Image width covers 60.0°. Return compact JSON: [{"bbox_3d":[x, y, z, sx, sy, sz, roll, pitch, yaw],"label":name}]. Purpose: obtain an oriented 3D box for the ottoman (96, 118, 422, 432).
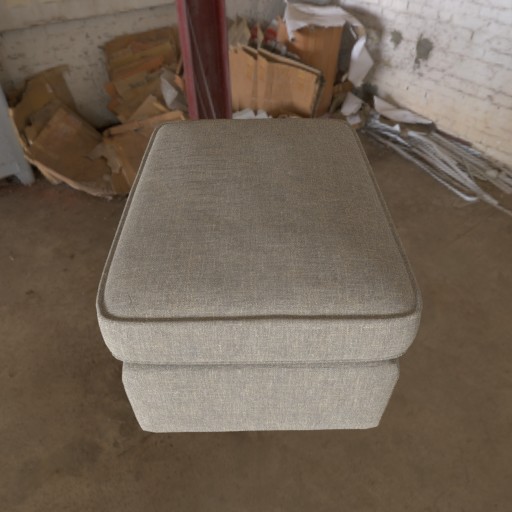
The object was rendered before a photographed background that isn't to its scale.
[{"bbox_3d":[0.000,0.000,1.102,0.559,0.457,0.762,-1,42,-1],"label":"ottoman"}]
